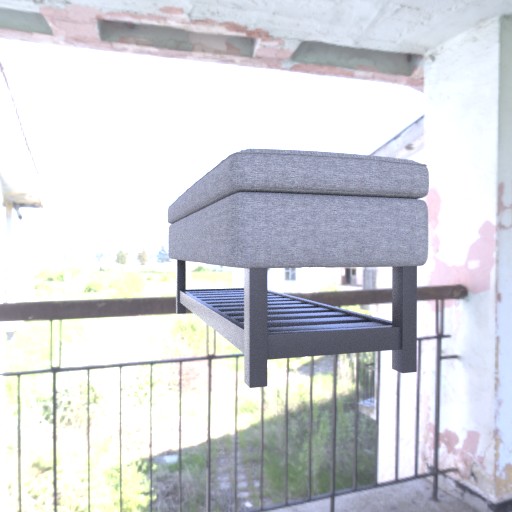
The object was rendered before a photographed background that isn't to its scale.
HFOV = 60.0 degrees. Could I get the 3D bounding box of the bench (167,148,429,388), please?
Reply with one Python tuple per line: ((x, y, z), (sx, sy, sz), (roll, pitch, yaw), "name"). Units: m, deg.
((0.000, 0.000, 1.352), (0.429, 0.470, 1.100), (0, 1, -17), "bench")
